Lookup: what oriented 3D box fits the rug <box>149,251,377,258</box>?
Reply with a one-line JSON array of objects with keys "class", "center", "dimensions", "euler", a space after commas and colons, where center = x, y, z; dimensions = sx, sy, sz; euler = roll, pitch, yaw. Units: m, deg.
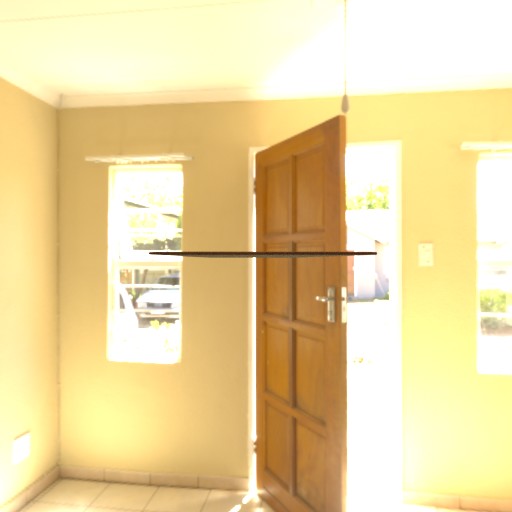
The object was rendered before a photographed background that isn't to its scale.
[{"class": "rug", "center": [0.000, 0.000, 2.695], "dimensions": [0.769, 0.012, 2.448], "euler": [0, 0, -1]}]
